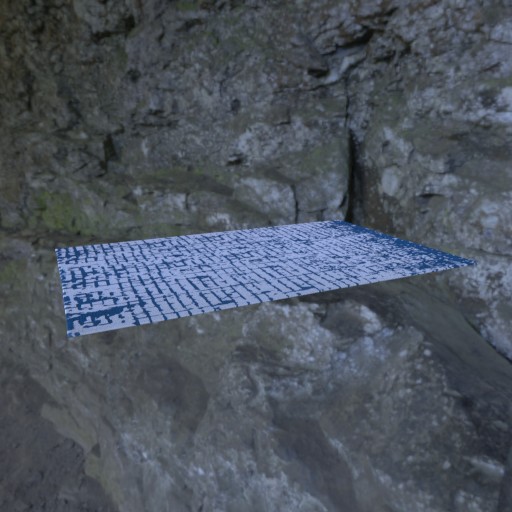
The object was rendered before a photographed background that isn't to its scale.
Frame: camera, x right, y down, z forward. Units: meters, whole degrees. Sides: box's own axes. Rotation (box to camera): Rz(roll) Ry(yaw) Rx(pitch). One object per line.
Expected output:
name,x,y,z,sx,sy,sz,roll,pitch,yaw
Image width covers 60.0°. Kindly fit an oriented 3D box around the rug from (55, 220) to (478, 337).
rug,0.000,0.000,2.989,2.435,0.011,1.517,-7,18,-24
